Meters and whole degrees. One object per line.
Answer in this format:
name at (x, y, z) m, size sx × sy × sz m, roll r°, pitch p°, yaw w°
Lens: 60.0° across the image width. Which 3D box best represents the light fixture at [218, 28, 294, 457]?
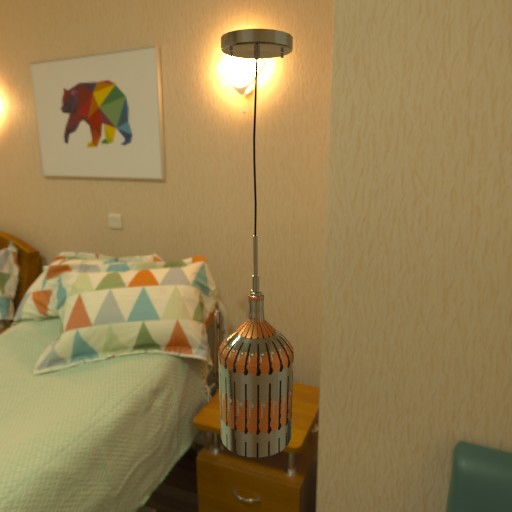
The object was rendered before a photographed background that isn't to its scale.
light fixture at (0.000, 0.000, 1.696) m, size 0.303 × 1.535 × 0.303 m, roll 0°, pitch 13°, yaw 0°
